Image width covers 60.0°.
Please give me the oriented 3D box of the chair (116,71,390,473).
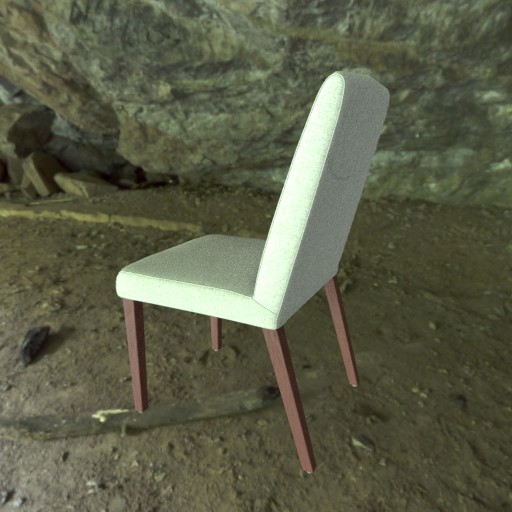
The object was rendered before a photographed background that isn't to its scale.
[{"bbox_3d":[0.000,0.000,1.223,0.594,0.900,0.480,8,18,26],"label":"chair"}]
